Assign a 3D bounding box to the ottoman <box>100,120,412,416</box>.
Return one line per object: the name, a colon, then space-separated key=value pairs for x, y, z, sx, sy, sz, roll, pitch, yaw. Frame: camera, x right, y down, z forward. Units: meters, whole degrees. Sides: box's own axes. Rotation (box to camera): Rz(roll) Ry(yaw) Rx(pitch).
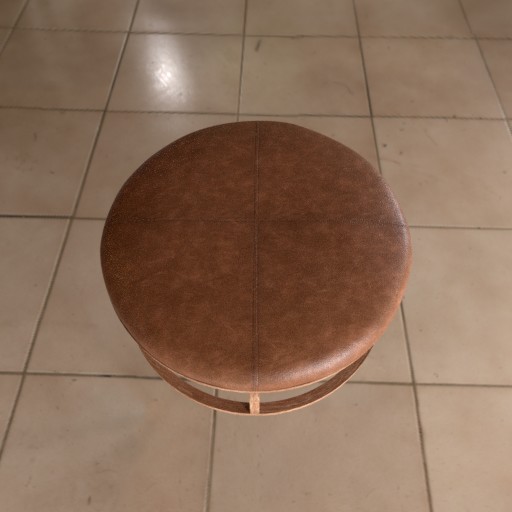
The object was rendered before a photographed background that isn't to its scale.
ottoman: x=0.000 y=0.000 z=1.568 sx=1.006 sy=0.445 sz=1.006 roll=0 pitch=59 yaw=0
